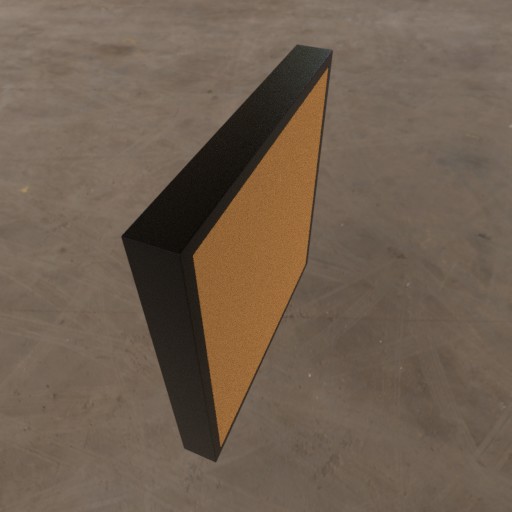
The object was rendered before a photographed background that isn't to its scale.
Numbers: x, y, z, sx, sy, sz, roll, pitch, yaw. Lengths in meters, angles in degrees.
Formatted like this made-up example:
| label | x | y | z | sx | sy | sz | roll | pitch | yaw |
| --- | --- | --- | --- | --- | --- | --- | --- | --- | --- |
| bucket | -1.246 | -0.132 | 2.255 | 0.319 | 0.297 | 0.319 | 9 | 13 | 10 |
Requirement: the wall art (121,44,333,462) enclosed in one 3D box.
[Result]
| label | x | y | z | sx | sy | sz | roll | pitch | yaw |
| --- | --- | --- | --- | --- | --- | --- | --- | --- | --- |
| wall art | 0.000 | 0.000 | 0.442 | 0.037 | 0.299 | 0.299 | 16 | 48 | 16 |
